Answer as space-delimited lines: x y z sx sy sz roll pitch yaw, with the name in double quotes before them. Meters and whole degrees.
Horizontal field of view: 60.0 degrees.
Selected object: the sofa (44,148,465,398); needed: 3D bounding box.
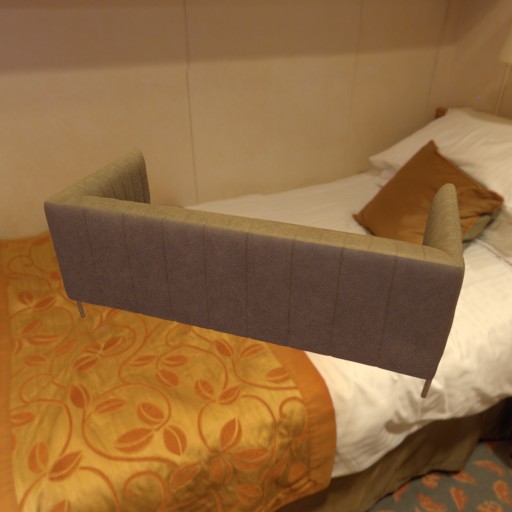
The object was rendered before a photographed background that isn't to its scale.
"sofa" 0.000 0.000 2.421 1.980 0.779 0.876 10 33 15
